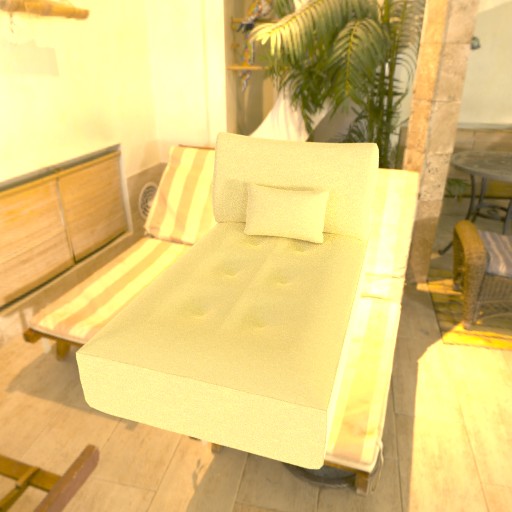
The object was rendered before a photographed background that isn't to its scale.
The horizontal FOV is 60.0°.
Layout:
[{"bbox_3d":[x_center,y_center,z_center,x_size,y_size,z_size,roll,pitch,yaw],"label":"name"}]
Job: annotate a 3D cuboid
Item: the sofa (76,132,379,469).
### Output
[{"bbox_3d":[0.000,0.000,2.017,0.930,0.820,1.450,8,27,16],"label":"sofa"}]
